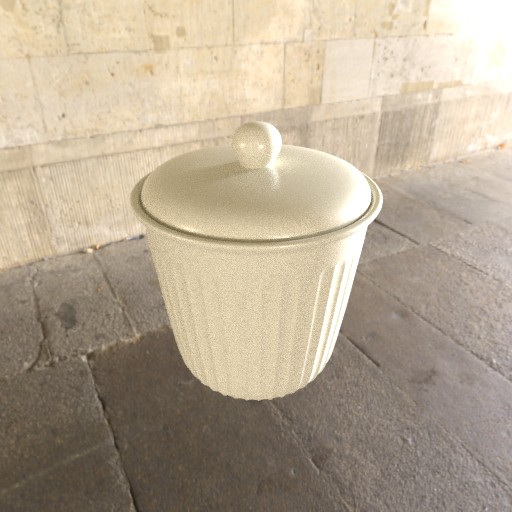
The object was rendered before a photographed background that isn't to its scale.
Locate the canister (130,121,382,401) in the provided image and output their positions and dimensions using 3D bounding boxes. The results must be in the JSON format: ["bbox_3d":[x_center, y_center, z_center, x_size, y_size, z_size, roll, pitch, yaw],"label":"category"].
[{"bbox_3d":[0.000,0.000,0.356,0.181,0.211,0.181,0,30,0],"label":"canister"}]
